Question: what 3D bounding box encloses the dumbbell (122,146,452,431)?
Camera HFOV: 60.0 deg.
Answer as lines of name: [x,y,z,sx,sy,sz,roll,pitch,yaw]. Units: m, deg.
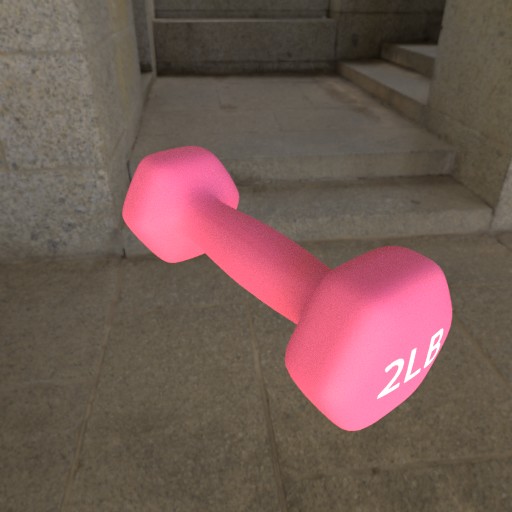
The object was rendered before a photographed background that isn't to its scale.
dumbbell: [0.000,0.000,0.173,0.058,0.053,0.146,-21,37,-30]
